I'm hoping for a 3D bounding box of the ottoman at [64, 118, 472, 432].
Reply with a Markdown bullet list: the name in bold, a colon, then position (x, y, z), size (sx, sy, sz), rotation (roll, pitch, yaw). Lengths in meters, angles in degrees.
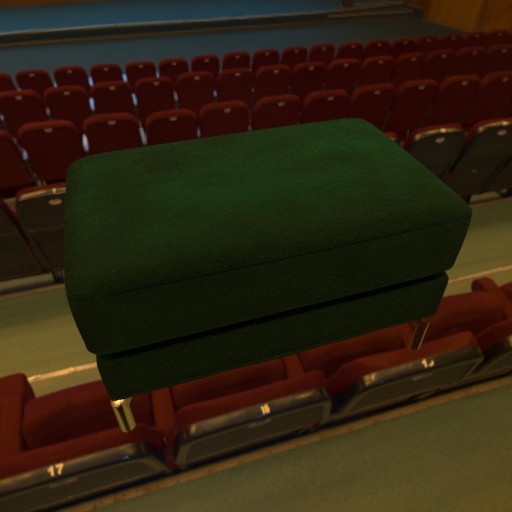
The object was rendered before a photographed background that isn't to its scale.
- **ottoman**: position (0.000, 0.000, 1.212), size (0.886, 0.533, 0.536), rotation (-12, 43, -13)
